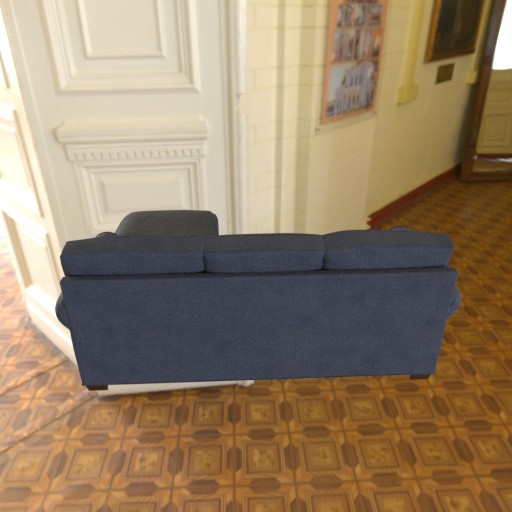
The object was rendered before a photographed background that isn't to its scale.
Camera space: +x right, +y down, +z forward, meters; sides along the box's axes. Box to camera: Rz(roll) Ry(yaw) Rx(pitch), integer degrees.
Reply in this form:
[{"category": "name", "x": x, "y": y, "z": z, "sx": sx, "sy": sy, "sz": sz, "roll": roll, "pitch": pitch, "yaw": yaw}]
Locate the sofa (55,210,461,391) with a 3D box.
[{"category": "sofa", "x": 0.000, "y": 0.000, "z": 3.517, "sx": 2.567, "sy": 1.063, "sz": 1.780, "roll": -1, "pitch": 29, "yaw": -2}]
